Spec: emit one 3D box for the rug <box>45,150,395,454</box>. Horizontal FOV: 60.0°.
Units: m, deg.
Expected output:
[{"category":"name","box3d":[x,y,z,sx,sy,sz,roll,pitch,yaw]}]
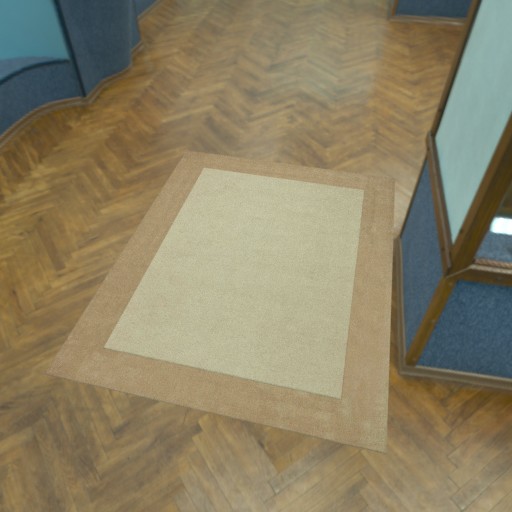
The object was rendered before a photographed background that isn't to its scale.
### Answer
[{"category":"rug","box3d":[0.000,0.000,4.061,2.438,0.014,3.048,10,46,9]}]
